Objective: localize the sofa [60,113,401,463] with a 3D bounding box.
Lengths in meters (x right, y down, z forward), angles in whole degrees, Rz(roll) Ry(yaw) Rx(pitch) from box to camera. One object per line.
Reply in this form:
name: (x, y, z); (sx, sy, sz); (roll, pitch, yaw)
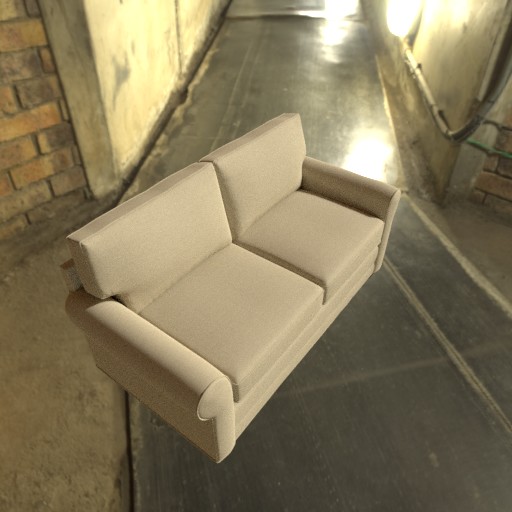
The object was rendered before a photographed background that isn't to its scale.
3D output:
sofa: (0.000, 0.000, 2.329); (0.861, 0.933, 1.774); (26, 47, 27)
